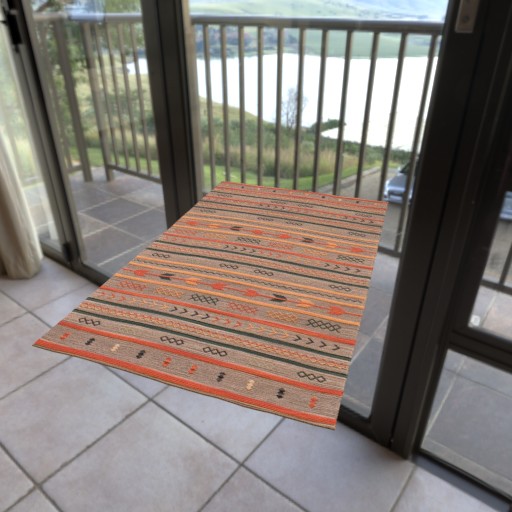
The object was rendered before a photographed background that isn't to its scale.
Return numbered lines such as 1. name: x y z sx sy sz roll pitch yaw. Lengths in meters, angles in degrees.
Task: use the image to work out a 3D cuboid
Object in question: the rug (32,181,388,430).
1. rug: 0.000 0.000 2.994 1.537 0.029 2.439 10 32 17
